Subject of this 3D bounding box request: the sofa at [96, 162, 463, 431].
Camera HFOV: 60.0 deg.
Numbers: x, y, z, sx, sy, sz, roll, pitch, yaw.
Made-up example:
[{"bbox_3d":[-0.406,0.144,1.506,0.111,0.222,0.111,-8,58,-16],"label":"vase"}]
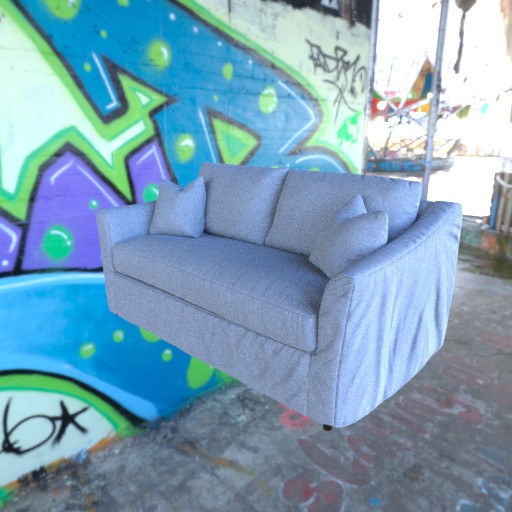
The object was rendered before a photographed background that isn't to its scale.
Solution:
[{"bbox_3d":[0.000,0.000,2.684,2.010,1.018,1.072,15,21,42],"label":"sofa"}]
